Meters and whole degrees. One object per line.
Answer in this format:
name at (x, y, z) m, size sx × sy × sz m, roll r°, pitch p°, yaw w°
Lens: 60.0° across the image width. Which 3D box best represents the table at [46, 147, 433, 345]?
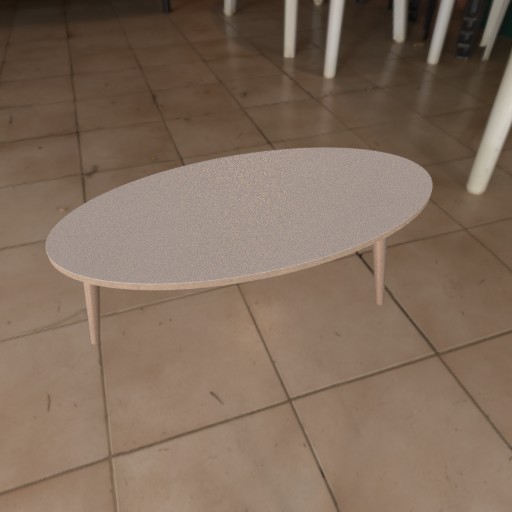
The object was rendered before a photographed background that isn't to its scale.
table at (0.000, 0.000, 1.339) m, size 1.083 × 0.390 × 0.542 m, roll -14°, pitch 43°, yaw -15°
